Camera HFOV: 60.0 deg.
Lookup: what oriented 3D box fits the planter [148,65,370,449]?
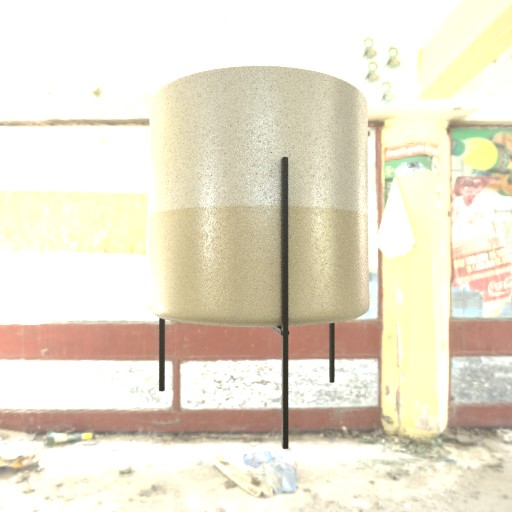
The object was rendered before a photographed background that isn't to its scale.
[{"bbox_3d":[0.000,0.000,0.741,0.368,0.484,0.359,0,-1,20],"label":"planter"}]
